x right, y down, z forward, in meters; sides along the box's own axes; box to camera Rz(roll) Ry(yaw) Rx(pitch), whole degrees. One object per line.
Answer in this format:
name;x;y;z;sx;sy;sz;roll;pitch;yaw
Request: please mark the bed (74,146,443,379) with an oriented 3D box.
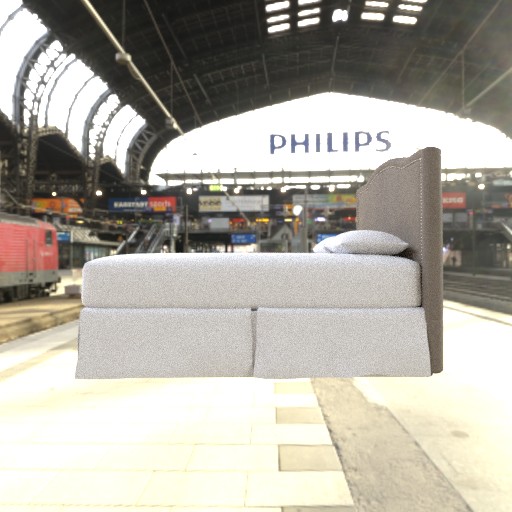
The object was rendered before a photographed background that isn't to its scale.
bed;0.000;0.000;3.352;2.128;1.441;1.744;0;0;0
